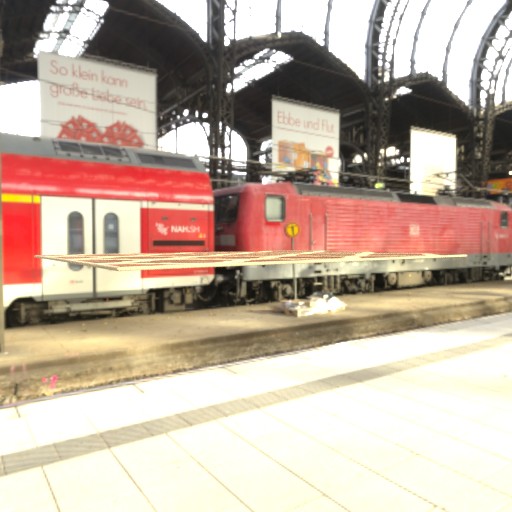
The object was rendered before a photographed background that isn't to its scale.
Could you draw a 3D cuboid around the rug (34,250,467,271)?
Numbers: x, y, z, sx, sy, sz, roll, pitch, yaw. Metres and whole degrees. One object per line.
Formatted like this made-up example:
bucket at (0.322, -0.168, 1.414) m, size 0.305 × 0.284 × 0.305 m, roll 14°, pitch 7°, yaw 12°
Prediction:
rug at (0.000, 0.000, 2.804) m, size 2.290 × 0.014 × 1.526 m, roll -1°, pitch 3°, yaw -36°
